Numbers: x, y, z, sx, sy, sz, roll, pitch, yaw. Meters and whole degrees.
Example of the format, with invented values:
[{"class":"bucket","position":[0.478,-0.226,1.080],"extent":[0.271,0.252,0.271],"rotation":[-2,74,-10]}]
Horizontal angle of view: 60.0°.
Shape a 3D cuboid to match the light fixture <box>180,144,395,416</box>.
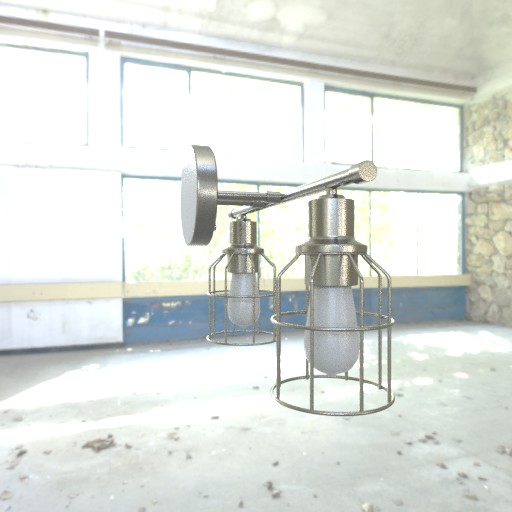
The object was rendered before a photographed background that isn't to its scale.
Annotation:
[{"class":"light fixture","position":[0.000,0.000,0.535],"extent":[0.165,0.254,0.406],"rotation":[0,0,-18]}]
